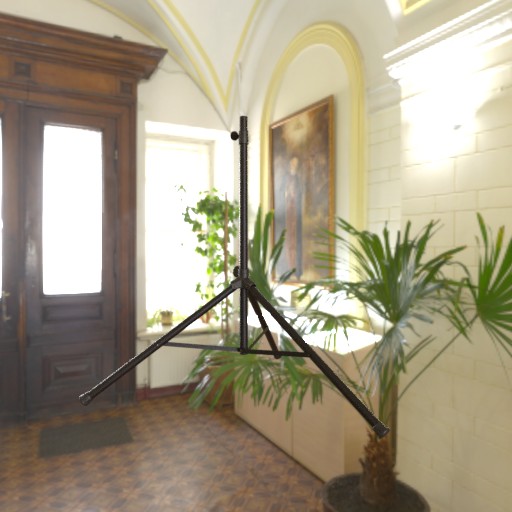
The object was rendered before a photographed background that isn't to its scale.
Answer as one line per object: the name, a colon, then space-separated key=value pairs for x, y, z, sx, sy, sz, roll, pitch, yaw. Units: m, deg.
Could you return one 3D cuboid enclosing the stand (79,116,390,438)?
stand: x=0.000 y=0.000 z=2.757 sx=1.596 sy=1.595 sz=1.339 roll=0 pitch=1 yaw=17
